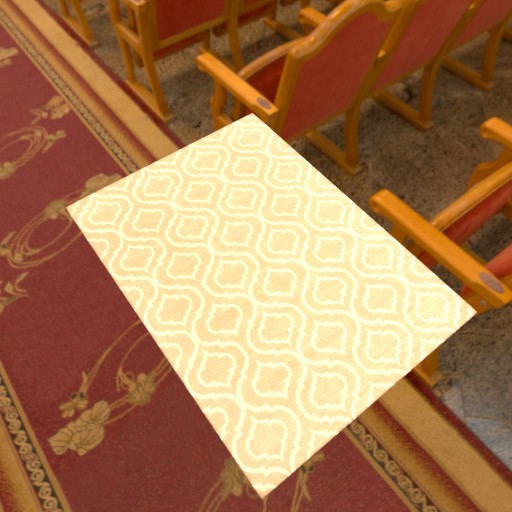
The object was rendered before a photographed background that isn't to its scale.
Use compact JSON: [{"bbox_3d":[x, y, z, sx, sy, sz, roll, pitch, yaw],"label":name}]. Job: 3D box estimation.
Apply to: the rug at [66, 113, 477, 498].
[{"bbox_3d":[0.000,0.000,4.290,2.438,0.010,3.353,-33,63,-19],"label":"rug"}]
